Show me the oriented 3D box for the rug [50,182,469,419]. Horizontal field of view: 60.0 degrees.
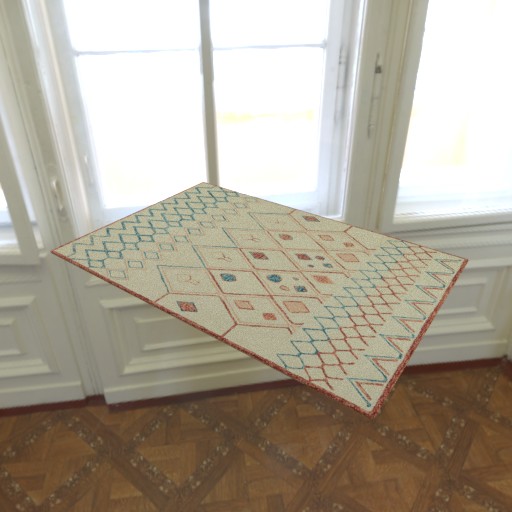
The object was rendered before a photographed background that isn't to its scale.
[{"bbox_3d":[0.000,0.000,2.324,1.829,0.016,1.219,21,37,30],"label":"rug"}]
